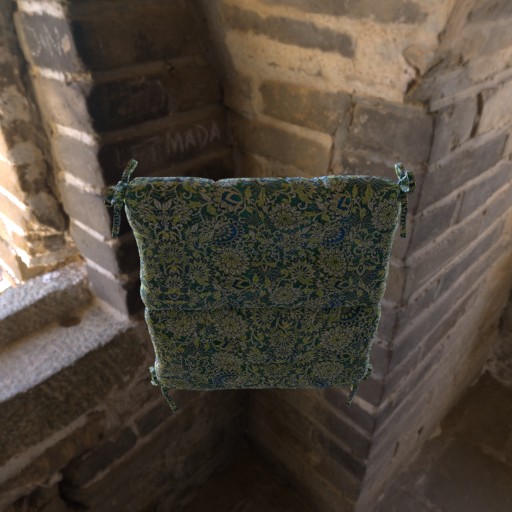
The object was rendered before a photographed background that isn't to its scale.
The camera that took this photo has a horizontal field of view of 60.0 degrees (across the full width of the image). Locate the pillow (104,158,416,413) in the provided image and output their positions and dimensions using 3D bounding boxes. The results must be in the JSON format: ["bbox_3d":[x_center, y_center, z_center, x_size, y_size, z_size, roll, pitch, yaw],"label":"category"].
[{"bbox_3d":[0.000,0.000,1.050,0.519,0.605,0.571,-1,30,-1],"label":"pillow"}]
